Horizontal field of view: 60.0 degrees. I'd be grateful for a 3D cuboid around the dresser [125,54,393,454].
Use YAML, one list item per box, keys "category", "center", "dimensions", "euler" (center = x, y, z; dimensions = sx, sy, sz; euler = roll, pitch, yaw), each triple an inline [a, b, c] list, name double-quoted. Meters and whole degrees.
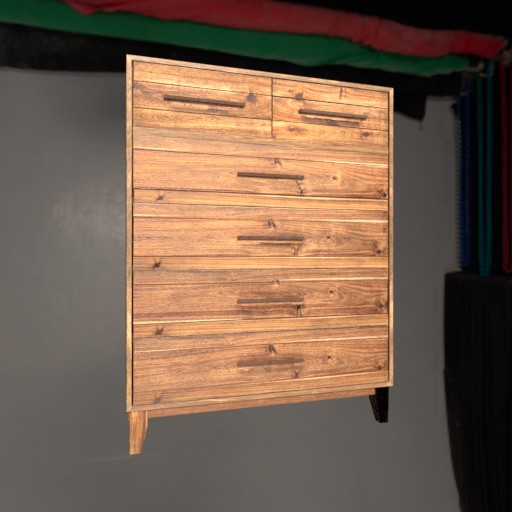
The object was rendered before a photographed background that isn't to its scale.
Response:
- category: "dresser"
  center: [0.000, 0.000, 1.886]
  dimensions: [1.062, 1.393, 0.442]
  euler: [0, 0, -17]
